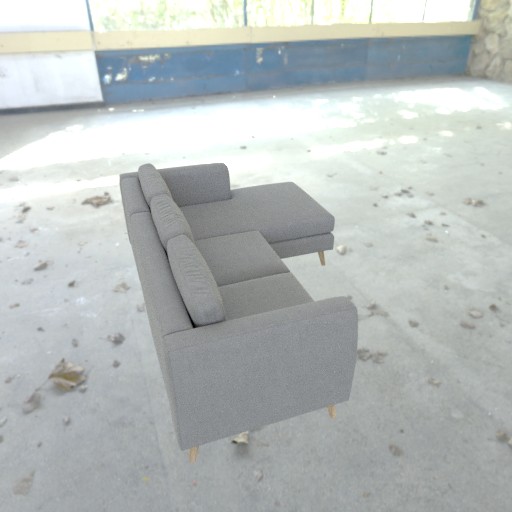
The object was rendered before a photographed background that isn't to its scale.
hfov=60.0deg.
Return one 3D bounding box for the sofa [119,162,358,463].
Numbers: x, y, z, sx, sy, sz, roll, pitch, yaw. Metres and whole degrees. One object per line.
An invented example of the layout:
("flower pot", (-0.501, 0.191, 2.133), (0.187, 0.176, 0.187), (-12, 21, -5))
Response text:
("sofa", (0.000, 0.000, 3.056), (1.580, 0.860, 2.300), (-10, 32, -17))
